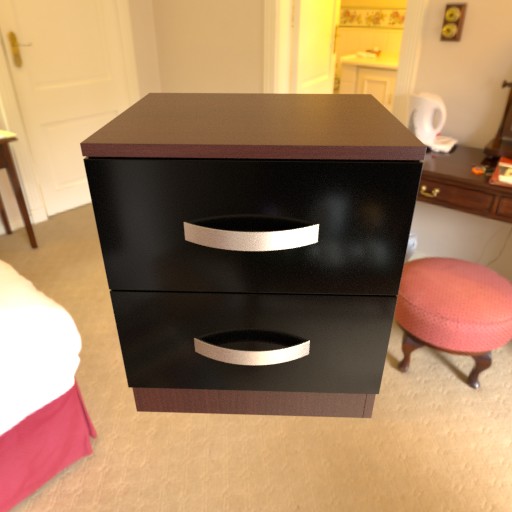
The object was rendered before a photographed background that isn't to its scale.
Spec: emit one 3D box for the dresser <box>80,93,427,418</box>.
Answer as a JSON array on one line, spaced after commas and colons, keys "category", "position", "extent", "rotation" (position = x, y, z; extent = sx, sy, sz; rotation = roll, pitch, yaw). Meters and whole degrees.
[{"category": "dresser", "position": [0.000, 0.000, 0.760], "extent": [0.400, 0.470, 0.360], "rotation": [1, 30, 2]}]
